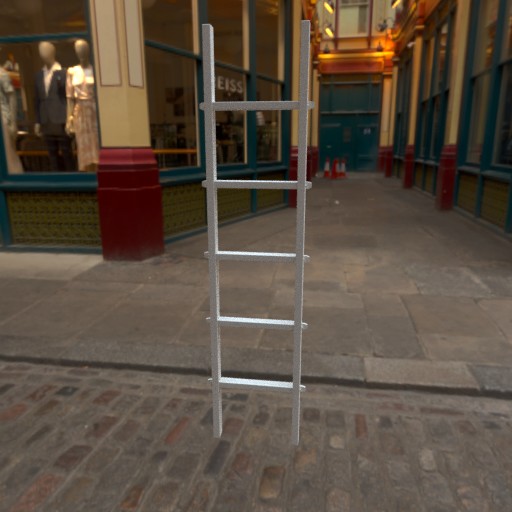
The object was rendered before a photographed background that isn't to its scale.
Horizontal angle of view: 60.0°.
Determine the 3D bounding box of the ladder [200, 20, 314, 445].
[{"bbox_3d":[0.000,0.000,1.889,0.452,1.797,0.051,2,15,8],"label":"ladder"}]
